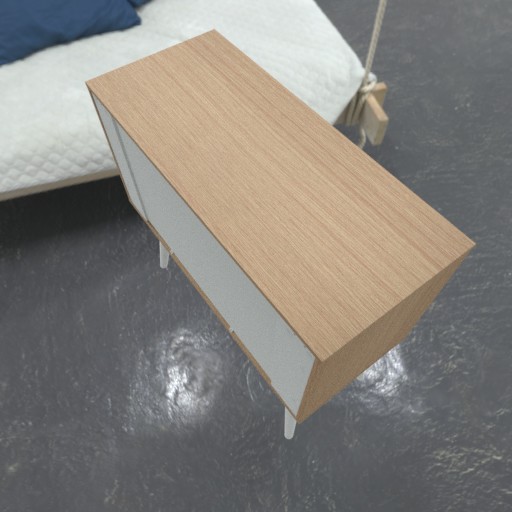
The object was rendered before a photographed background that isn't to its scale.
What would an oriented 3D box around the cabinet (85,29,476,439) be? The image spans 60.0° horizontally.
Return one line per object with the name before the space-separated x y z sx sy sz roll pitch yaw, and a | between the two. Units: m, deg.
cabinet | 0.000 0.000 1.579 0.470 1.016 1.057 -32 63 -19
